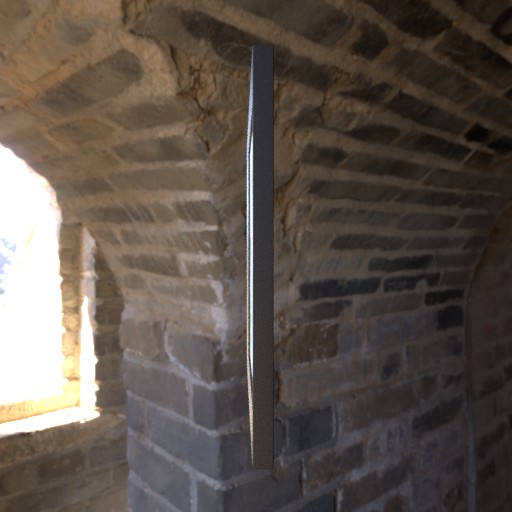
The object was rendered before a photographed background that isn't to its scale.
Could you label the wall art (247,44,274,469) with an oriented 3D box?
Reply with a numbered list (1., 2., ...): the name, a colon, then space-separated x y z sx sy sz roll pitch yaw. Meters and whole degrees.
1. wall art: 0.000 0.000 1.180 0.038 0.765 0.765 0 0 -2
